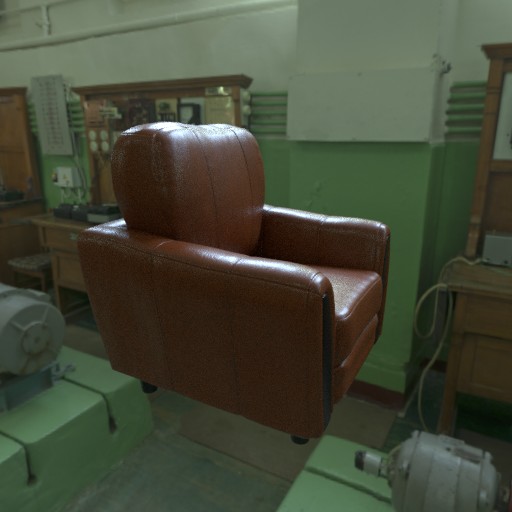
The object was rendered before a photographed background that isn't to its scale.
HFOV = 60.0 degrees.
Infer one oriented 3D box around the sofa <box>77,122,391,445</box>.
[{"bbox_3d":[0.000,0.000,1.515,0.789,0.876,0.836,8,17,27],"label":"sofa"}]
